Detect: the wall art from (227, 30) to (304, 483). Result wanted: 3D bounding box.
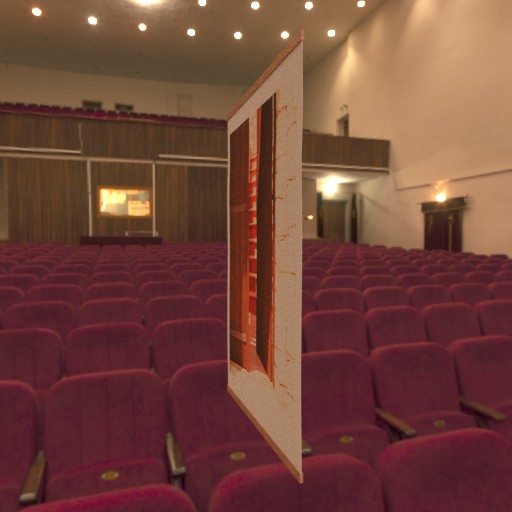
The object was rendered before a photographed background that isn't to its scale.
[{"bbox_3d":[0.000,0.000,1.974,0.019,1.527,1.019,0,1,-18],"label":"wall art"}]
